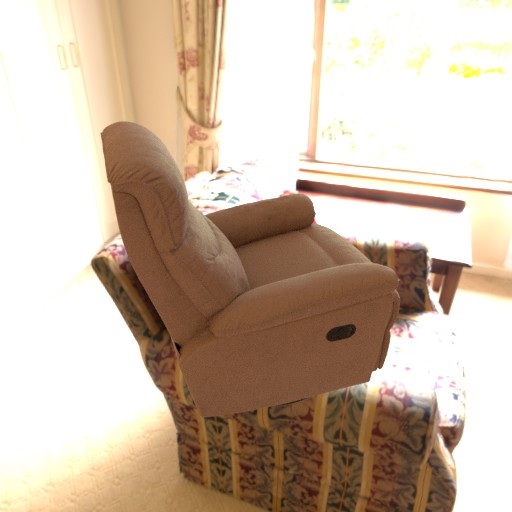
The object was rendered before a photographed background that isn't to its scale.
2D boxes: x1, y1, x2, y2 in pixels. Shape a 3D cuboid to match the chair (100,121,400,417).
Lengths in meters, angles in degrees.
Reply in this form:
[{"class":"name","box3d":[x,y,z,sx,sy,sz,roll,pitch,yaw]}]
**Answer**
[{"class":"chair","box3d":[0.000,0.000,1.753,1.004,1.037,0.820,-10,32,-16]}]
